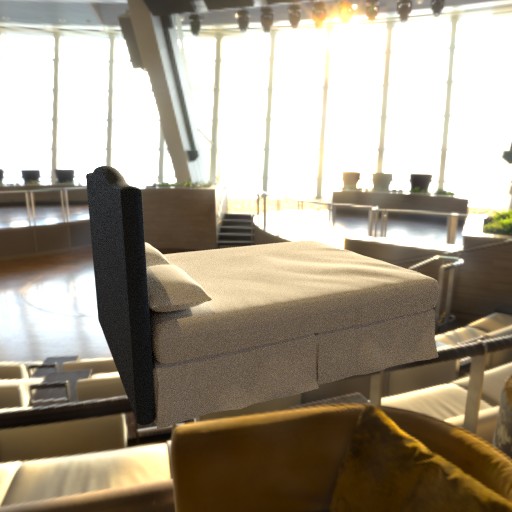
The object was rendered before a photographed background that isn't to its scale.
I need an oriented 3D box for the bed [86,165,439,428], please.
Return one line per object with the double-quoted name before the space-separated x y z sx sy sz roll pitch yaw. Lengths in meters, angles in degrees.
"bed" 0.000 0.000 3.519 2.282 1.436 1.821 -6 15 -25
